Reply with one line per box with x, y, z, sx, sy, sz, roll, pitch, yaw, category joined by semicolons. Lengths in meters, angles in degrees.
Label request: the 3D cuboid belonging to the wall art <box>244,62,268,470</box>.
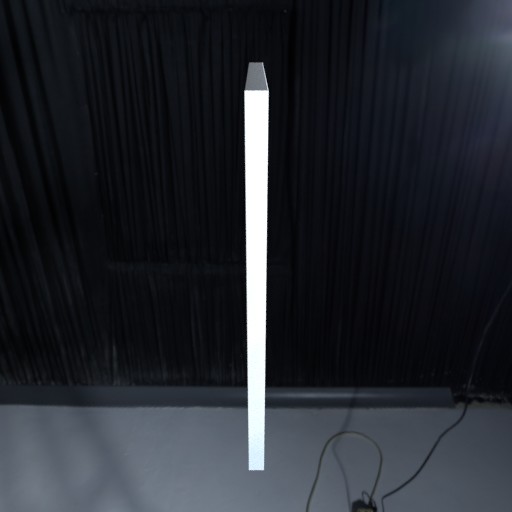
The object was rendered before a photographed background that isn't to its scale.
0.000;0.000;1.193;0.039;0.915;0.612;0;27;0;wall art
